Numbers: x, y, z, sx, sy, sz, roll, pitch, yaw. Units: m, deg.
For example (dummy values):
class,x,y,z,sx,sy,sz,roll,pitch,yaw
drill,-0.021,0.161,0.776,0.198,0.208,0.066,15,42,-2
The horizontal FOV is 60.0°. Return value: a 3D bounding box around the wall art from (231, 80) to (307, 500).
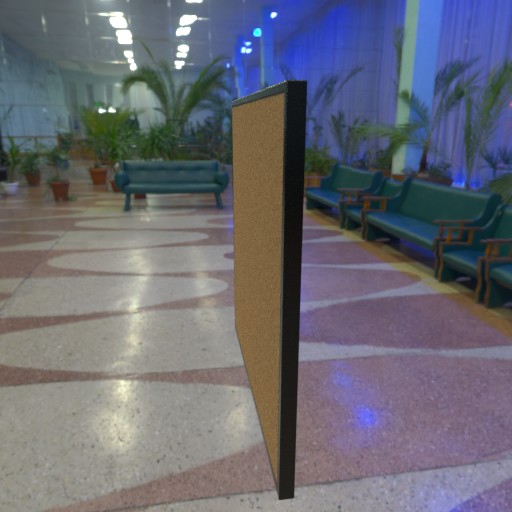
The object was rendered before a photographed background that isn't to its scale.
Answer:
class,x,y,z,sx,sy,sz,roll,pitch,yaw
wall art,0.000,0.000,0.510,0.014,0.349,0.349,-3,17,-9
